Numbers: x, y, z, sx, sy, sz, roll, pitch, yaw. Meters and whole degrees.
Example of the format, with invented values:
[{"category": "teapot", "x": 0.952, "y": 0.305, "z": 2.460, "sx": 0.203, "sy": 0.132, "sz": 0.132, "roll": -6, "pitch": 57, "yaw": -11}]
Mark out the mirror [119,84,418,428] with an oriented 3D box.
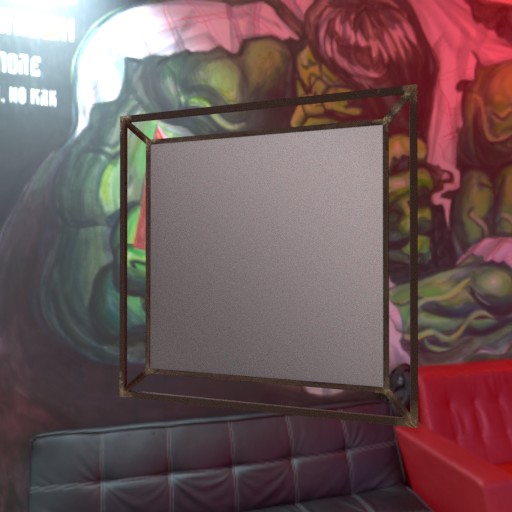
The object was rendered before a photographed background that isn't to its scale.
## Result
[{"category": "mirror", "x": 0.000, "y": 0.000, "z": 0.891, "sx": 0.610, "sy": 0.610, "sz": 0.032, "roll": 0, "pitch": 0, "yaw": 17}]
